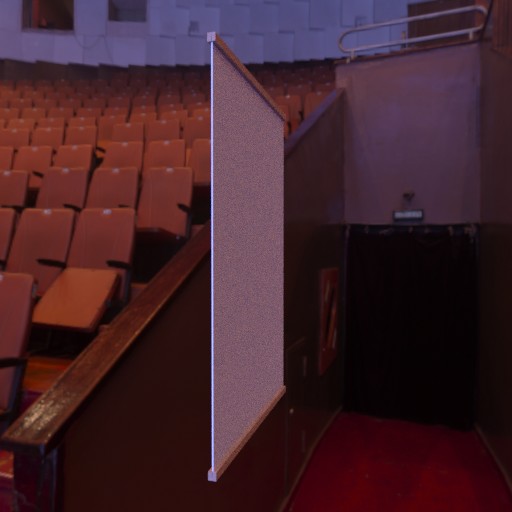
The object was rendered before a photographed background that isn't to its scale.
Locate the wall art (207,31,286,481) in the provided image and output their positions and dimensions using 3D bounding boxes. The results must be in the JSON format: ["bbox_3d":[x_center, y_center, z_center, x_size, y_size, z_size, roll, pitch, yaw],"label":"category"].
[{"bbox_3d":[0.000,0.000,1.973,0.030,1.519,0.990,0,1,18],"label":"wall art"}]
